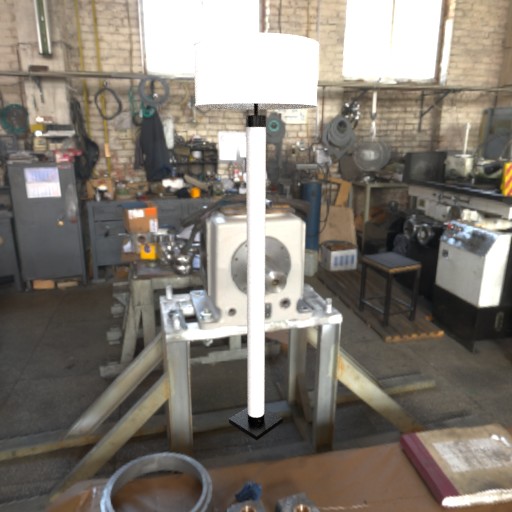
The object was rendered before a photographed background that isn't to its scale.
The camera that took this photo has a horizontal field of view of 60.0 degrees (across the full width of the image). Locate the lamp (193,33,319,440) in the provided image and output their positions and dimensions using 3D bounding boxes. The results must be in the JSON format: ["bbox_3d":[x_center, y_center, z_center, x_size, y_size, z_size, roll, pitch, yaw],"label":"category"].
[{"bbox_3d":[0.000,0.000,1.680,0.420,1.475,0.420,14,21,42],"label":"lamp"}]
